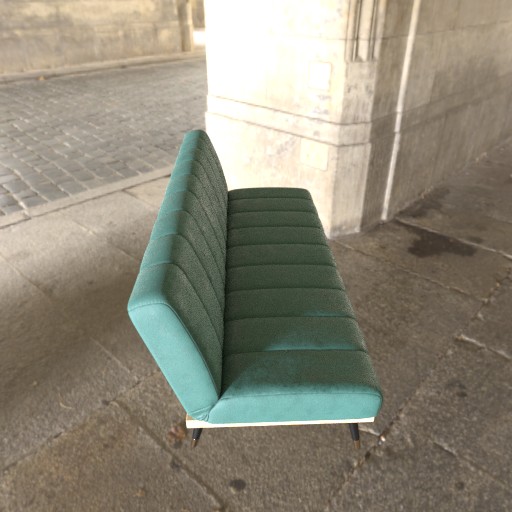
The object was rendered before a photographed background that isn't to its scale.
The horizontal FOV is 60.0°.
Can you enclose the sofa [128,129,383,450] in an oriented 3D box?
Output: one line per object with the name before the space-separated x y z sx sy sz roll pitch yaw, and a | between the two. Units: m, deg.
sofa | 0.000 0.000 2.255 0.830 0.820 1.810 -1 31 -2
